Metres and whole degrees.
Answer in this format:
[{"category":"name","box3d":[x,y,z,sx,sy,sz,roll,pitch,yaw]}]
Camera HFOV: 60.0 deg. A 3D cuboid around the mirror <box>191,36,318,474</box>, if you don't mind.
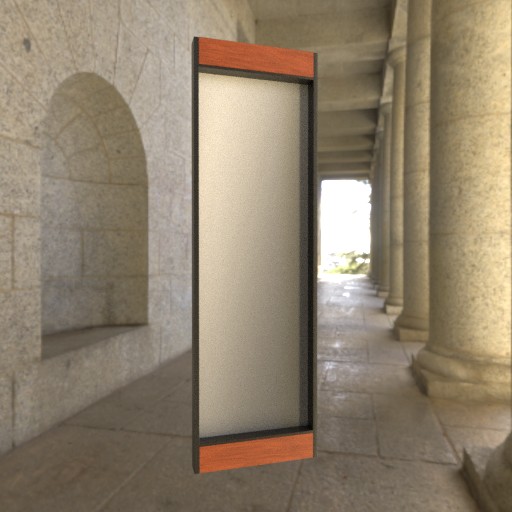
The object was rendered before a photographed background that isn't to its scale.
[{"category":"mirror","box3d":[0.000,0.000,1.205,0.343,1.123,0.047,0,1,-16]}]
